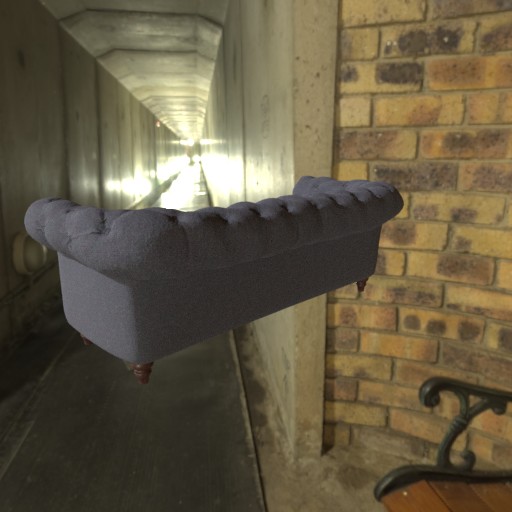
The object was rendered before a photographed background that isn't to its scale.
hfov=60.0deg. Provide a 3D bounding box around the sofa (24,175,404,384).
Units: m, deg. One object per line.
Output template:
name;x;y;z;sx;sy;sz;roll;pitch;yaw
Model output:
sofa;0.000;0.000;2.740;2.335;0.836;1.046;-14;20;-43
